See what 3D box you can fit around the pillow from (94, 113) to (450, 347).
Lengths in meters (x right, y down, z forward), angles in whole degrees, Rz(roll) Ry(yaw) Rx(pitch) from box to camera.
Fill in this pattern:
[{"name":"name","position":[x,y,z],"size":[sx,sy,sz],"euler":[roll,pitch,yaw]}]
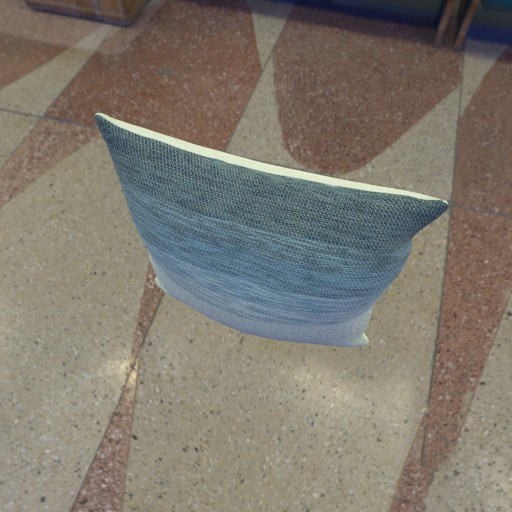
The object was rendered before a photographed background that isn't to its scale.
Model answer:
[{"name":"pillow","position":[0.000,0.000,0.689],"size":[0.440,0.441,0.182],"euler":[16,59,10]}]
